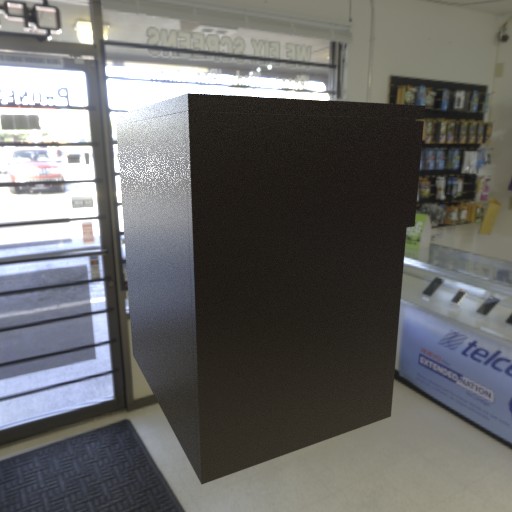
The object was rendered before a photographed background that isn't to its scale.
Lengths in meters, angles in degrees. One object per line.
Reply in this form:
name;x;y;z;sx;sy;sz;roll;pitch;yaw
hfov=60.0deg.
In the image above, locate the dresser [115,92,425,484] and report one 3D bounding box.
dresser;0.000;0.000;0.756;0.360;0.470;0.400;-7;16;-26
